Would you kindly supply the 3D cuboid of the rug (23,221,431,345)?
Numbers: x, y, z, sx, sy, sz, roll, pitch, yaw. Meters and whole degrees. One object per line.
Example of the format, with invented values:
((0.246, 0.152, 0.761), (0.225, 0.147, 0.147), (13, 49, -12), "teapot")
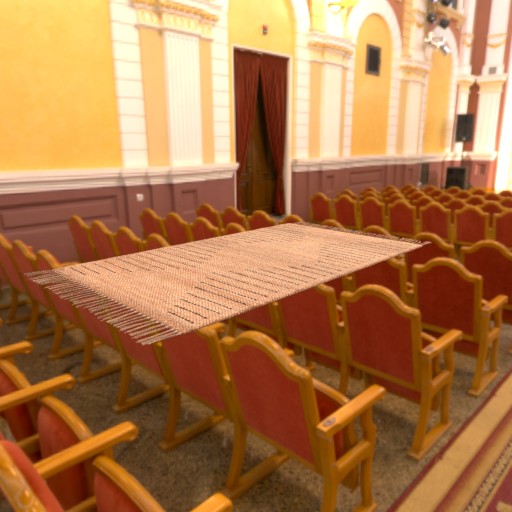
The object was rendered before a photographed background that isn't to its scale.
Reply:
((0.000, 0.000, 2.029), (0.905, 0.017, 1.718), (14, 20, 43), "rug")
